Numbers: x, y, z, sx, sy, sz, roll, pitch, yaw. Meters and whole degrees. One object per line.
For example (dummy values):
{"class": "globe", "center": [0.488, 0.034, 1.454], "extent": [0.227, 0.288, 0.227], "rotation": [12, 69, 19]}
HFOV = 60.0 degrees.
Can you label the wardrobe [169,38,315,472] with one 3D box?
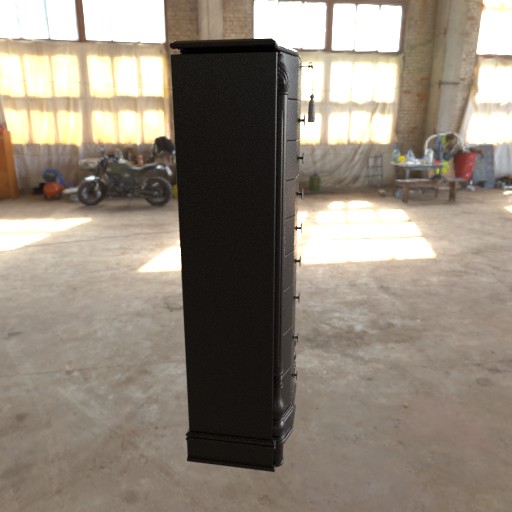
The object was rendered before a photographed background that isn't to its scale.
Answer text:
{"class": "wardrobe", "center": [0.000, 0.000, 1.209], "extent": [0.295, 1.011, 0.444], "rotation": [3, 17, 9]}
